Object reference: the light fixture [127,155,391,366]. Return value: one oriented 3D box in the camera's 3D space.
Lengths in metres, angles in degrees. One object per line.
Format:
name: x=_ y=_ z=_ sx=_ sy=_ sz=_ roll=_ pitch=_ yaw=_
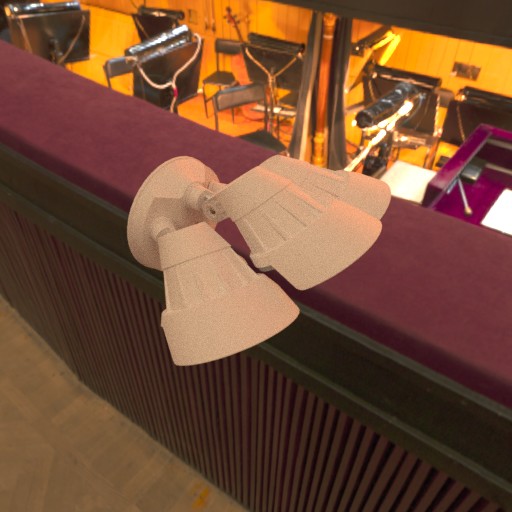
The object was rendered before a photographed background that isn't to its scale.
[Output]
light fixture: x=0.000 y=0.000 z=0.546 sx=0.278 sy=0.237 sz=0.369 roll=26 pitch=48 yaw=26
